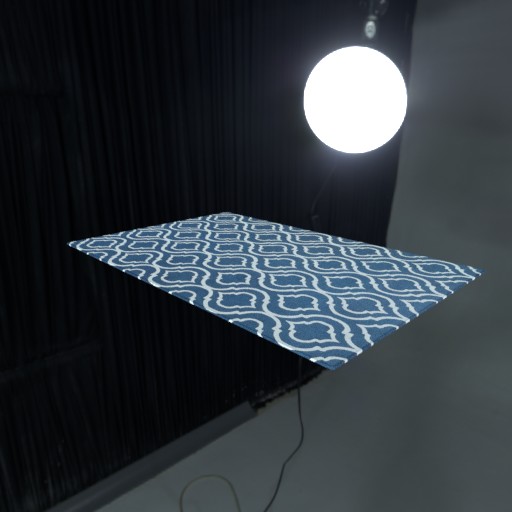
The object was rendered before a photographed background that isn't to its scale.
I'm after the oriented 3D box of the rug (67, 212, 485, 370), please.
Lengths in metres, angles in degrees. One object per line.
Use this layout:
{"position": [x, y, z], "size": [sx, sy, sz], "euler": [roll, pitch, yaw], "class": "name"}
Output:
{"position": [0.000, 0.000, 2.181], "size": [1.143, 0.010, 1.753], "euler": [-17, 24, -42], "class": "rug"}
